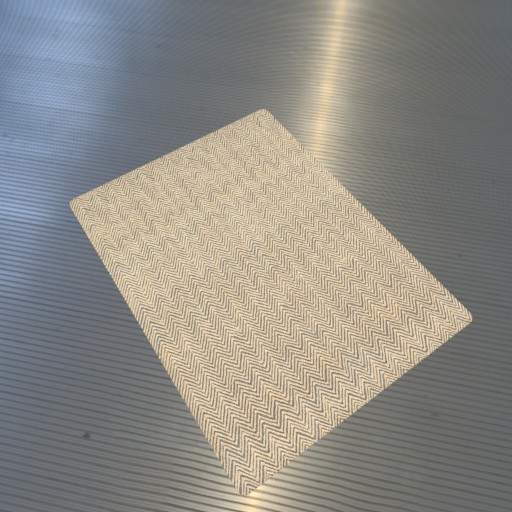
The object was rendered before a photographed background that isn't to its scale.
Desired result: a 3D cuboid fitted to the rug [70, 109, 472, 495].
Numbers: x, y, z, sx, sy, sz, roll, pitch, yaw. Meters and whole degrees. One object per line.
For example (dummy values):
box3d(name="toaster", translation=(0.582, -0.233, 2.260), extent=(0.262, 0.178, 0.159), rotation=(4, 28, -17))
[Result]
box3d(name="rug", translation=(0.000, 0.000, 4.177), extent=(2.439, 0.014, 3.207), rotation=(-31, 64, -17))
